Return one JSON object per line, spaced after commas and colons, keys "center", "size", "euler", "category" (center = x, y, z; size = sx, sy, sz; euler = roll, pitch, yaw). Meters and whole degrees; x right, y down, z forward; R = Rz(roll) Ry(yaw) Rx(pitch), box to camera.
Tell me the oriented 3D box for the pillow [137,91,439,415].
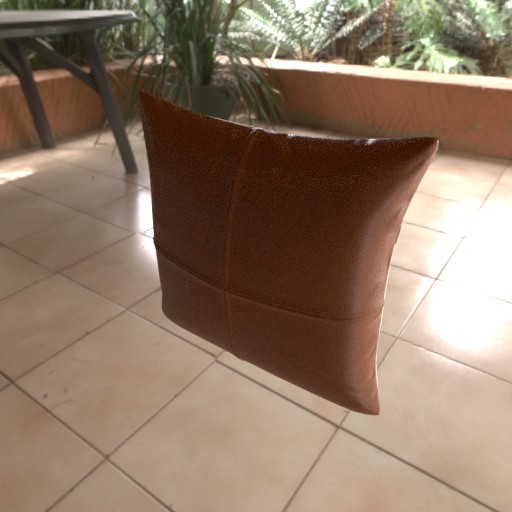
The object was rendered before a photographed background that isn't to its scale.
{"center": [0.000, 0.000, 0.746], "size": [0.501, 0.477, 0.192], "euler": [19, 36, 29], "category": "pillow"}
